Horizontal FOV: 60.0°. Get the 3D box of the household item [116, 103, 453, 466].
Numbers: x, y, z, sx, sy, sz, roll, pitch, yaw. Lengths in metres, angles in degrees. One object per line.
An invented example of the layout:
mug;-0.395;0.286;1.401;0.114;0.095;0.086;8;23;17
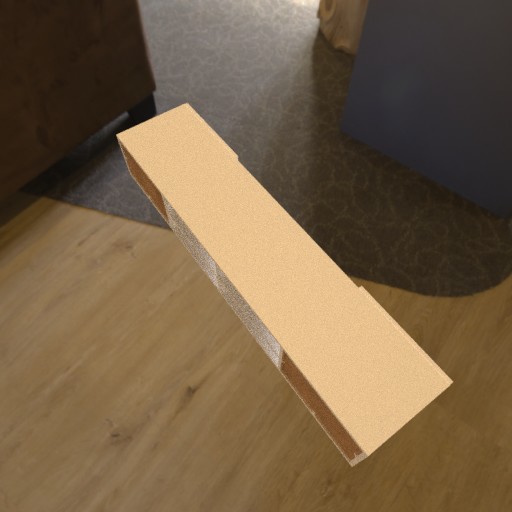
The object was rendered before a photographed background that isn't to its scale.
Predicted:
household item;0.000;0.000;2.054;0.420;0.310;1.850;-31;63;-18
